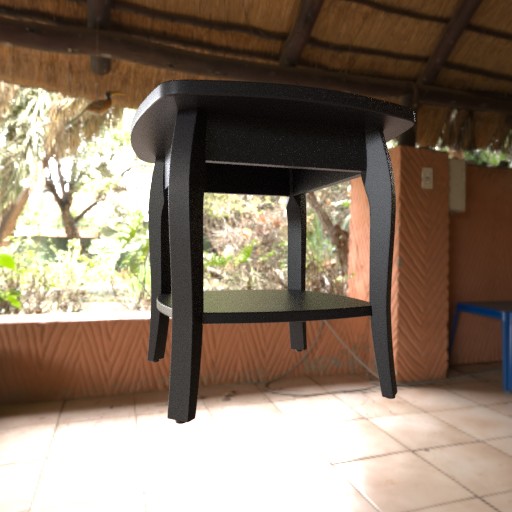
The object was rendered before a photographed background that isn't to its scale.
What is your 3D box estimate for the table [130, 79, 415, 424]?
[{"bbox_3d":[0.000,0.000,0.838,0.457,0.457,0.508,0,0,-18],"label":"table"}]
